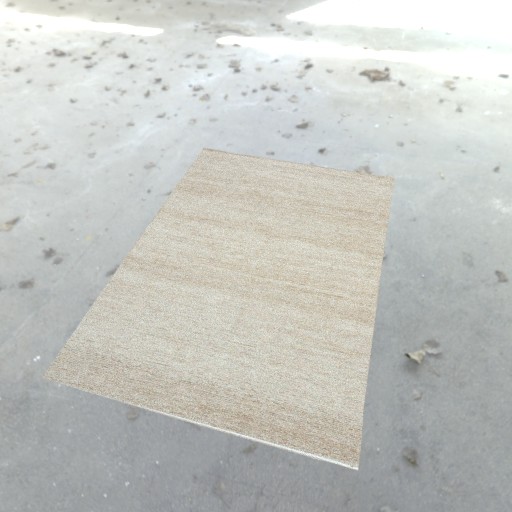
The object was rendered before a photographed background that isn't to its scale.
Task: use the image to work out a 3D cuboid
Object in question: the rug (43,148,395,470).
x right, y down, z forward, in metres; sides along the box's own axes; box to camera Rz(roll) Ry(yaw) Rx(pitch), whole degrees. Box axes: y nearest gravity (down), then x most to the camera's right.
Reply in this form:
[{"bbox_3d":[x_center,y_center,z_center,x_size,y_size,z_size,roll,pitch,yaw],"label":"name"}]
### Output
[{"bbox_3d":[0.000,0.000,2.852,1.596,0.030,2.283,12,46,12],"label":"rug"}]
